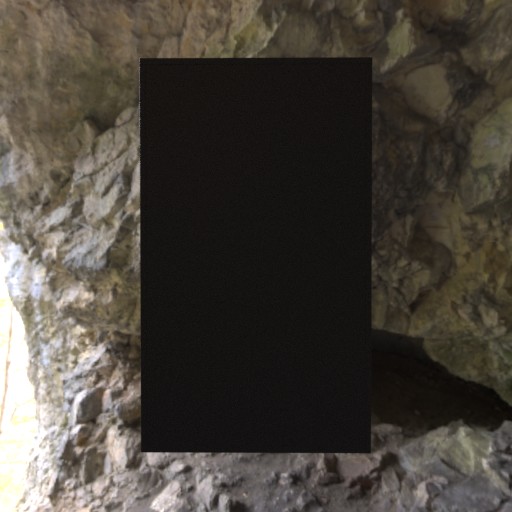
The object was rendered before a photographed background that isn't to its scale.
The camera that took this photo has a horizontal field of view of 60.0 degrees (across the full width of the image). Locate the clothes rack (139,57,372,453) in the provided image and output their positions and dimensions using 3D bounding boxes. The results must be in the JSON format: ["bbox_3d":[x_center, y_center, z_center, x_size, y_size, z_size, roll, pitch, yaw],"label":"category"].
[{"bbox_3d":[0.000,0.000,1.560,0.750,1.280,0.250,0,1,0],"label":"clothes rack"}]
